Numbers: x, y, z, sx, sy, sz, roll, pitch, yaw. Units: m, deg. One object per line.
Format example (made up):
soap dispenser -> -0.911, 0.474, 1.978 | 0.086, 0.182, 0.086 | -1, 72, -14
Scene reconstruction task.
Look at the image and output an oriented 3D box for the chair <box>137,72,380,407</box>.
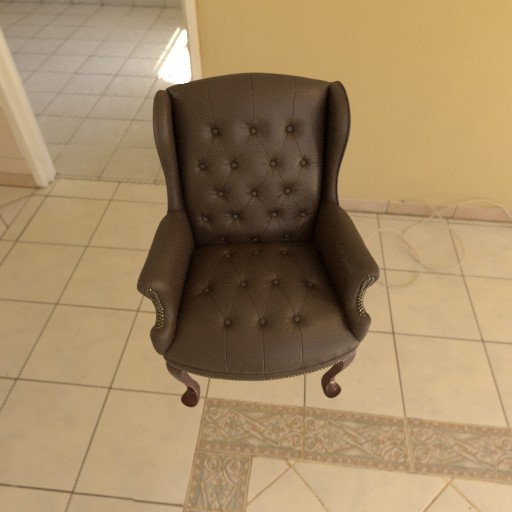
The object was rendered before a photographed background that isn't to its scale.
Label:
chair -> 0.000, 0.000, 1.716 | 0.829, 1.132, 0.819 | -3, 46, -3
